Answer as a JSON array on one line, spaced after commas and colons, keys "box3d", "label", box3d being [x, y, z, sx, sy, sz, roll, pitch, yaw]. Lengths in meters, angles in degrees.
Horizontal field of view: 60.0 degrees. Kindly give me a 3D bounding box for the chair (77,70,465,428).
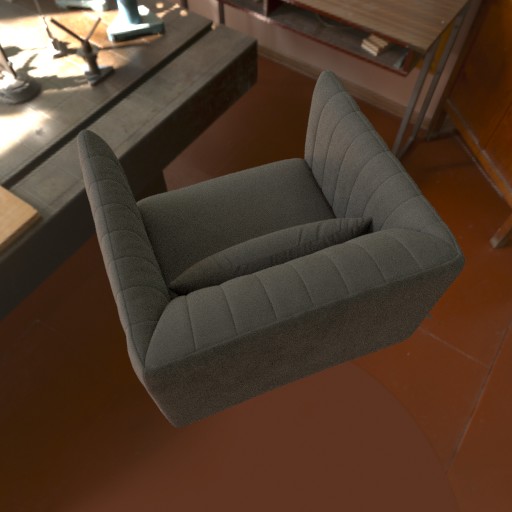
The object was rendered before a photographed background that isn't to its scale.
[{"box3d": [0.000, 0.000, 1.614, 0.981, 0.779, 0.873, -18, 60, -11], "label": "chair"}]
